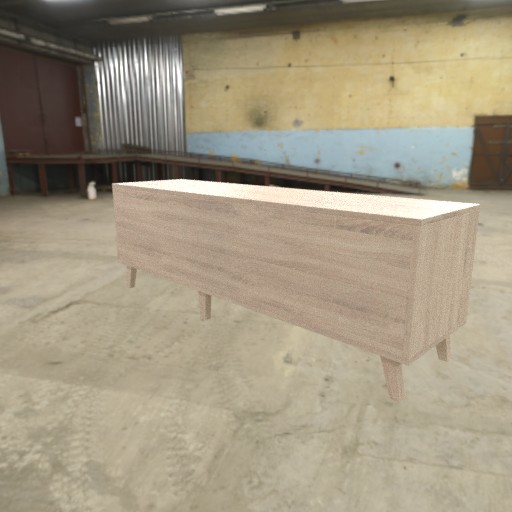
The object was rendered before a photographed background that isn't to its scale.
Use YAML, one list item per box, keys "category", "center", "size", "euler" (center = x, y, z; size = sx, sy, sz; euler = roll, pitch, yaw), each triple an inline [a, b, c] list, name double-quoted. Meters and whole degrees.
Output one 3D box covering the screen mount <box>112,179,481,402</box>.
- category: "screen mount"
  center: [0.000, 0.000, 1.765]
  size: [1.500, 0.510, 0.400]
  euler: [13, 19, 43]
